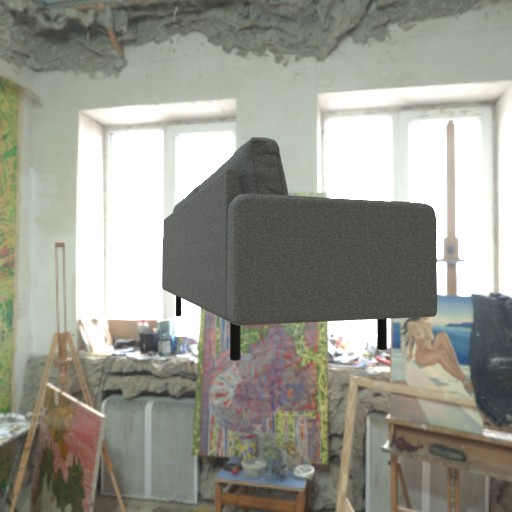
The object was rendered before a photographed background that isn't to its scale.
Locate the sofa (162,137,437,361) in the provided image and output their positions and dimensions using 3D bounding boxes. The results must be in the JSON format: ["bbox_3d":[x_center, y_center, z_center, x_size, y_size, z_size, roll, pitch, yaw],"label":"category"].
[{"bbox_3d":[0.000,0.000,2.672,0.880,0.880,2.200,0,-1,-18],"label":"sofa"}]
